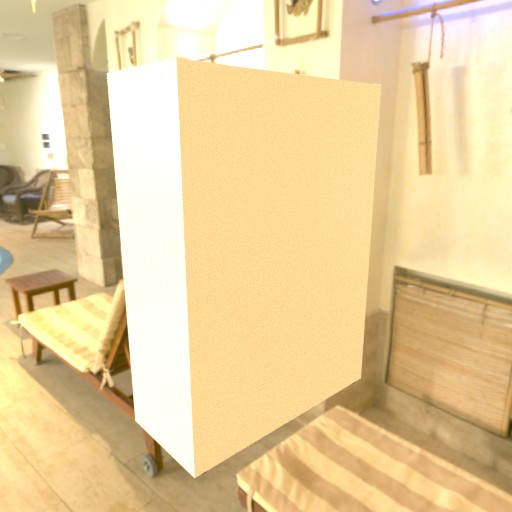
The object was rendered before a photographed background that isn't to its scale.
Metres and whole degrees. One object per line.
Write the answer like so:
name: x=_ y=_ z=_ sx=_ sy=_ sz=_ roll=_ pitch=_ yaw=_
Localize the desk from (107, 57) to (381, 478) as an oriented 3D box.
desk: x=0.000 y=0.000 z=1.598 sx=0.850 sy=1.190 sz=0.390 roll=-13 pitch=20 yaw=-40
